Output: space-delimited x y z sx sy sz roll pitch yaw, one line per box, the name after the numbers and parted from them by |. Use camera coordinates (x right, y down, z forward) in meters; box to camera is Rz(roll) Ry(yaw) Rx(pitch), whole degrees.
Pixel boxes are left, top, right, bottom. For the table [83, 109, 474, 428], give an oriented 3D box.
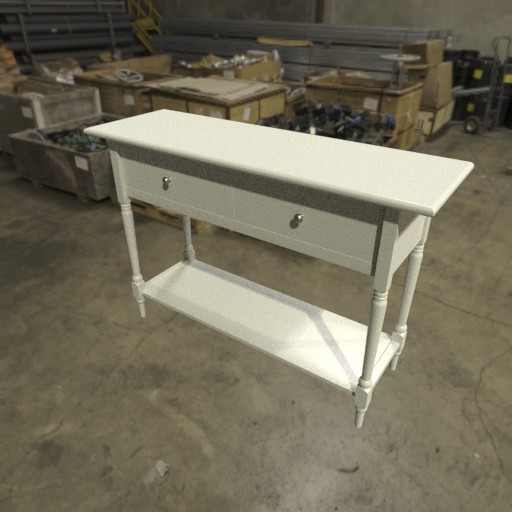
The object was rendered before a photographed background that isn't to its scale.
0.000 0.000 1.578 1.197 0.808 0.384 19 35 30 | table
